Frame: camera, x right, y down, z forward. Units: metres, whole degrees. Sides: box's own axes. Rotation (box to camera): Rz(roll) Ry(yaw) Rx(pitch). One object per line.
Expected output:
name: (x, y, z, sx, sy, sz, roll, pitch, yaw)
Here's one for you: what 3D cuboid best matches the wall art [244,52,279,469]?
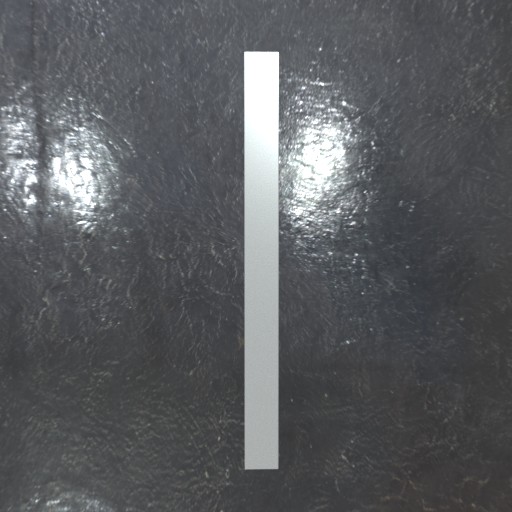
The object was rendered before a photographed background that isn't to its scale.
wall art: (0.000, 0.000, 0.757, 0.037, 0.554, 0.453, 0, 92, -1)
